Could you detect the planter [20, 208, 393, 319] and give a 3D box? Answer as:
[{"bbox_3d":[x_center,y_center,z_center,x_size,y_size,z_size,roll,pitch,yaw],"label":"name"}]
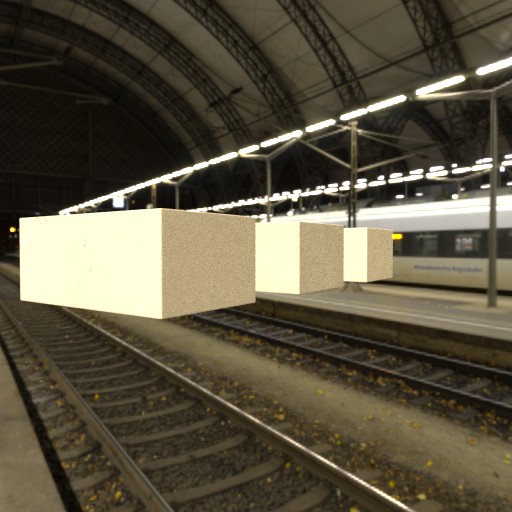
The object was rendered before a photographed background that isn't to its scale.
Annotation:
[{"bbox_3d":[0.000,0.000,0.377,0.127,0.051,0.333,1,2,35],"label":"planter"}]
